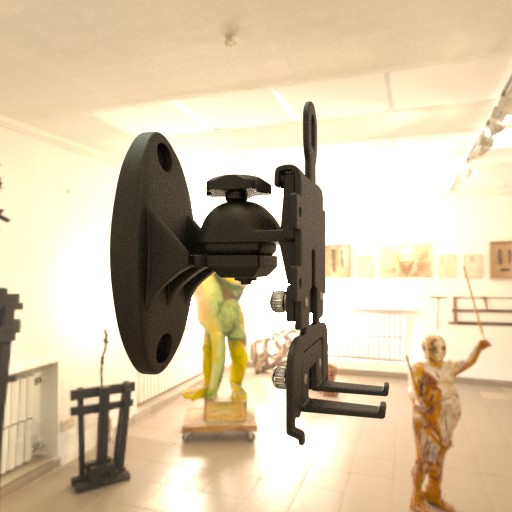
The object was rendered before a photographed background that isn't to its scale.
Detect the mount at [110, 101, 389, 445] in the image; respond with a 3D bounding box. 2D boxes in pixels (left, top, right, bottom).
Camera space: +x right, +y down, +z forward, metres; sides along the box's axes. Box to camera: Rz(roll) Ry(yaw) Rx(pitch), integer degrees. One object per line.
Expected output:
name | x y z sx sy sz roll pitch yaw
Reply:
mount | 0.000 0.000 0.177 0.100 0.118 0.066 0 -1 19
